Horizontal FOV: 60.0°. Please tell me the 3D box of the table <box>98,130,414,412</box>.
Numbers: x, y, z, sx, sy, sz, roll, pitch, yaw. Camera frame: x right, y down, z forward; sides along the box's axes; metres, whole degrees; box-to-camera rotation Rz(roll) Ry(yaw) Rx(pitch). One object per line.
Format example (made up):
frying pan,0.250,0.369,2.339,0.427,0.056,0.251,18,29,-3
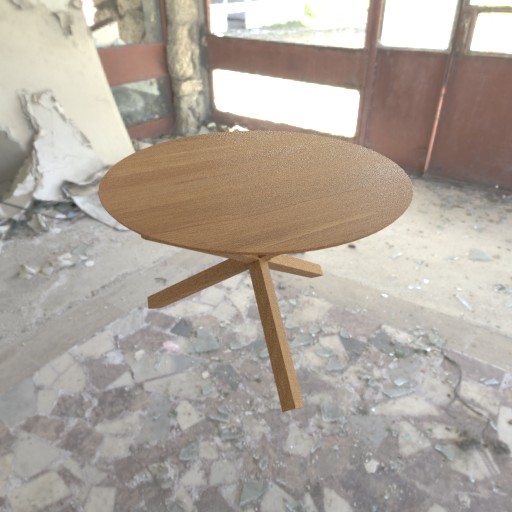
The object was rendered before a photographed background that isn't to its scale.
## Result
table,0.000,0.000,1.700,1.038,0.666,1.038,0,32,0
